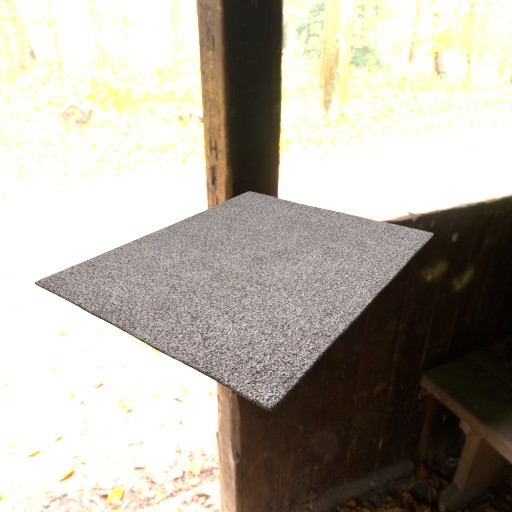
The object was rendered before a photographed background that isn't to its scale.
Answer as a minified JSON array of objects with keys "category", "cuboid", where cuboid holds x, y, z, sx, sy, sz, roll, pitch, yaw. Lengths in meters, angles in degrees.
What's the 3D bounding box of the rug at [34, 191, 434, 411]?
[{"category":"rug","cuboid":[0.000,0.000,4.197,2.438,0.029,3.047,18,31,32]}]
